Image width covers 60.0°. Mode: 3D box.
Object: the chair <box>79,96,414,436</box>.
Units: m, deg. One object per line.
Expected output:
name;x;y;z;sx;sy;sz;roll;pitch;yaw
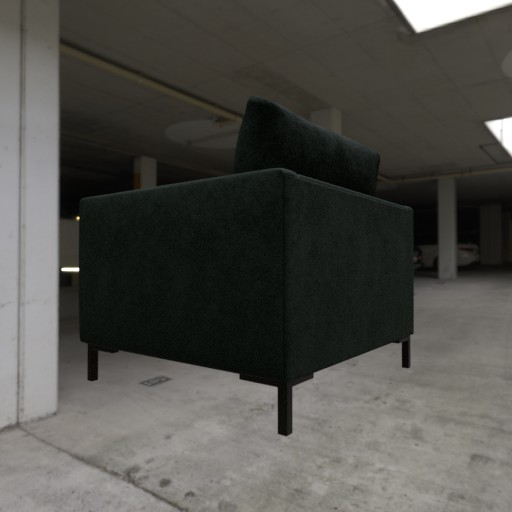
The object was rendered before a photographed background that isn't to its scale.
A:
chair;0.000;0.000;1.635;0.866;0.861;0.963;-1;-1;37
